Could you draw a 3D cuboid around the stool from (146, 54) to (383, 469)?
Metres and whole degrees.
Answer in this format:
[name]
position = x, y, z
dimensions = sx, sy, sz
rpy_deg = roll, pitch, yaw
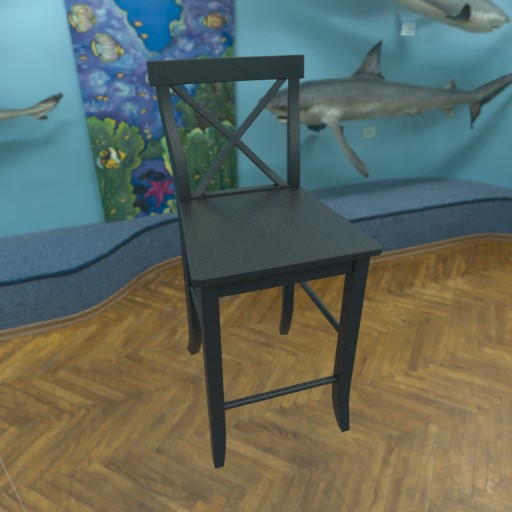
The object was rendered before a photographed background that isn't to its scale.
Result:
[stool]
position = 0.000, 0.000, 1.263
dimensions = 0.452, 0.989, 0.559
rpy_deg = -9, 32, -15
